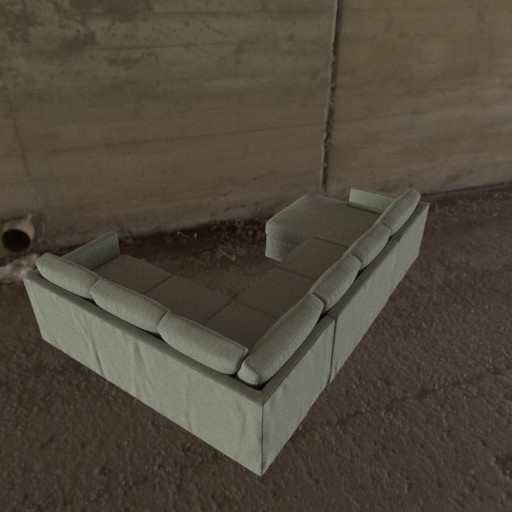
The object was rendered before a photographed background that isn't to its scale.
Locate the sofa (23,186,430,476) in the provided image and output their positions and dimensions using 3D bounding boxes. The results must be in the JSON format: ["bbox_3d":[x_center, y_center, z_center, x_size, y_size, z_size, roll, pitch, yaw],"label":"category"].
[{"bbox_3d":[0.000,0.000,4.467,2.440,0.869,3.434,19,36,29],"label":"sofa"}]
